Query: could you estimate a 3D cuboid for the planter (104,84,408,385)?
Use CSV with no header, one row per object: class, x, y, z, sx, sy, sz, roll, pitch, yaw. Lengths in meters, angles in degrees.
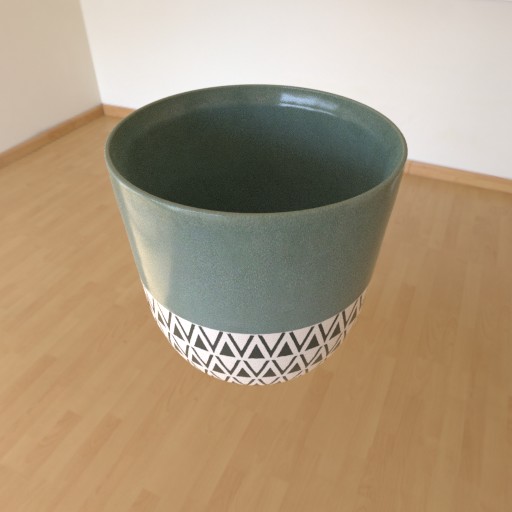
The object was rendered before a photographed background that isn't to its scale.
planter,0.000,0.000,0.366,0.198,0.214,0.198,0,39,0
